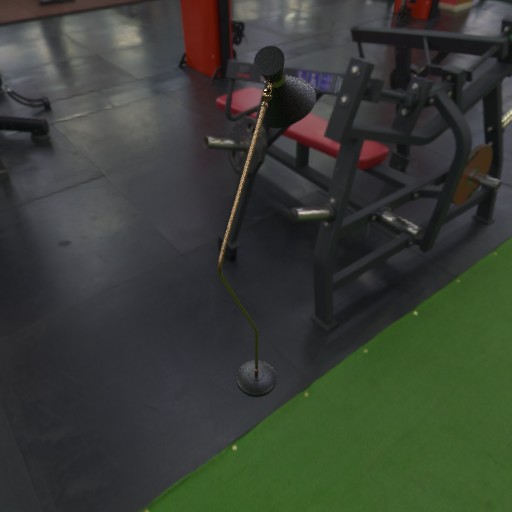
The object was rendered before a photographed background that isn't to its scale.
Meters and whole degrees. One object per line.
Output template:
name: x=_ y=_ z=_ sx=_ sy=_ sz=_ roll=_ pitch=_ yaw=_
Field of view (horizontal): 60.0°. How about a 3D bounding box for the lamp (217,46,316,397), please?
lamp: x=0.000 y=0.000 z=1.627 sx=0.467 sy=1.438 sz=0.277 roll=-25 pitch=47 yaw=-26
